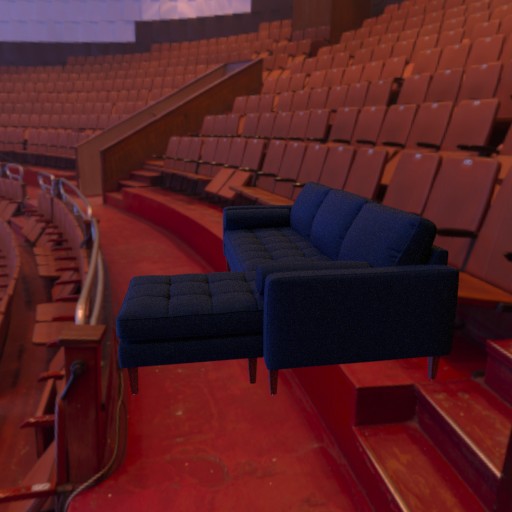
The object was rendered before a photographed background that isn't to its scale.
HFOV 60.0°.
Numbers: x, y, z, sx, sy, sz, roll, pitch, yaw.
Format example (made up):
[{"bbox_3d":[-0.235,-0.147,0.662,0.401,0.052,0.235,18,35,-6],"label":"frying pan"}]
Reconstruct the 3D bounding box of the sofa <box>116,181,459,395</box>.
[{"bbox_3d":[0.000,0.000,3.026,1.613,0.841,2.185,-2,15,-9],"label":"sofa"}]
